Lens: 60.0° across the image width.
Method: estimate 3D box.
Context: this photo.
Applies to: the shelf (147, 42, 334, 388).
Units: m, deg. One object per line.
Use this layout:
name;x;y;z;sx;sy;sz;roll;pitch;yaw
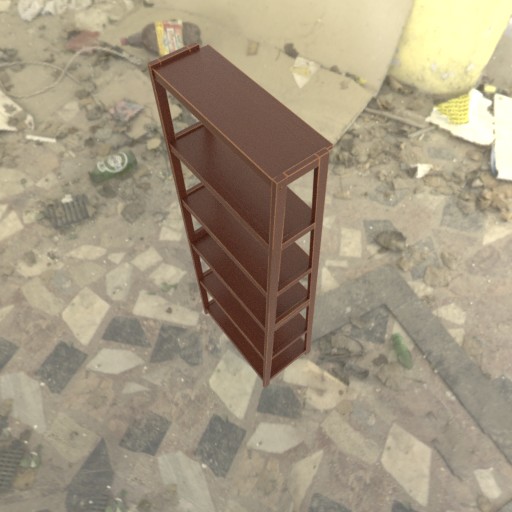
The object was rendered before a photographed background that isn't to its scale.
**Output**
shelf;0.000;0.000;2.156;0.381;1.892;0.660;-34;64;-19
